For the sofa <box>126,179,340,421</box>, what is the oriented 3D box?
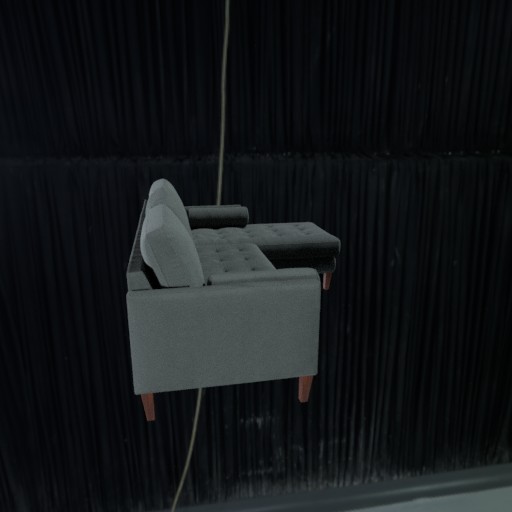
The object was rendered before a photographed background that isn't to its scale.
[{"bbox_3d":[0.000,0.000,2.982,1.506,0.876,2.178,-3,16,-11],"label":"sofa"}]
